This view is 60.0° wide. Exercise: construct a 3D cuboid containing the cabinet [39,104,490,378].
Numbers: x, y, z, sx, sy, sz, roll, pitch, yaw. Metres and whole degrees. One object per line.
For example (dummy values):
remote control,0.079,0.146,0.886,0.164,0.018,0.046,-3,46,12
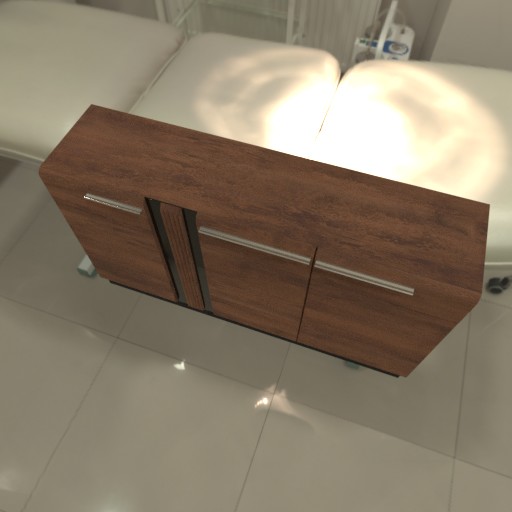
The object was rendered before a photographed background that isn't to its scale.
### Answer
cabinet,0.000,0.000,1.978,1.600,0.900,0.420,17,59,10
